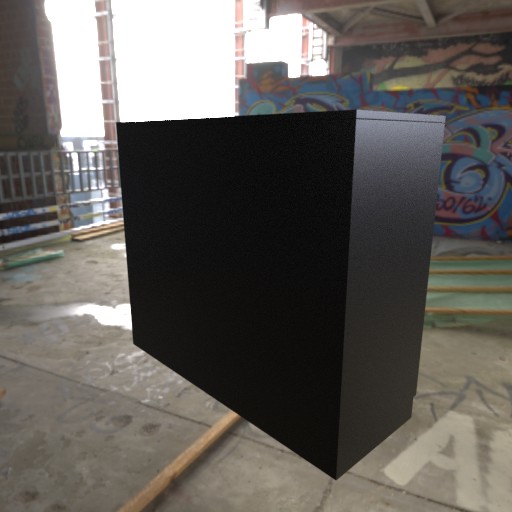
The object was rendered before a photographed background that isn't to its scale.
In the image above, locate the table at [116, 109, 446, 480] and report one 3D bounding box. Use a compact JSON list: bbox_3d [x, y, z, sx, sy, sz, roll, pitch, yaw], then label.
[{"bbox_3d":[0.000,0.000,1.343,0.380,0.790,0.930,-14,20,-41],"label":"table"}]
